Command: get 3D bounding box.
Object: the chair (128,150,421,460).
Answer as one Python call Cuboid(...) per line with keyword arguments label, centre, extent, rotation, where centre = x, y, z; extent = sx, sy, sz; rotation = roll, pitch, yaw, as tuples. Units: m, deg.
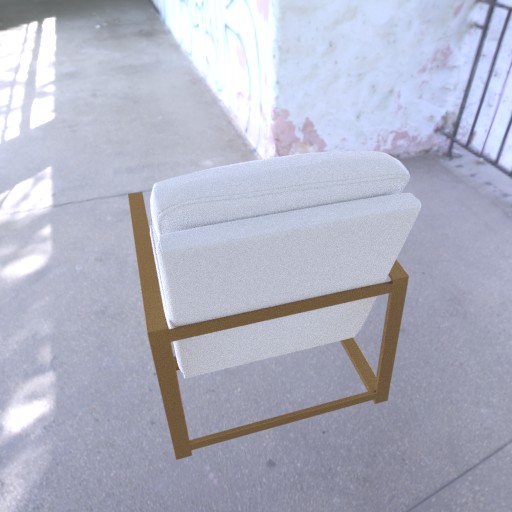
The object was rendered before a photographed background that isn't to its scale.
Cuboid(label="chair", centre=(0.000, 0.000, 1.575), extent=(0.805, 0.966, 0.813), rotation=(-11, 42, -12))
